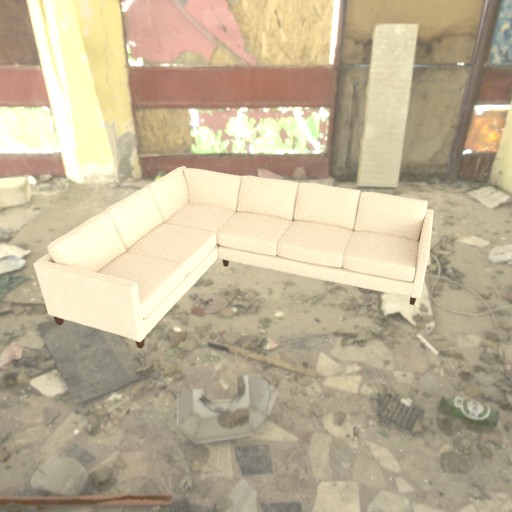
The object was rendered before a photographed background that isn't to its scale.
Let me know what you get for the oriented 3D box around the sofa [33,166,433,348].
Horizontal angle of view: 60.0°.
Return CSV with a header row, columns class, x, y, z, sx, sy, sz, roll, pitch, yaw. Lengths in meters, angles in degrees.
class,x,y,z,sx,sy,sz,roll,pitch,yaw
sofa,0.000,0.000,4.396,3.182,0.863,2.432,11,32,18
